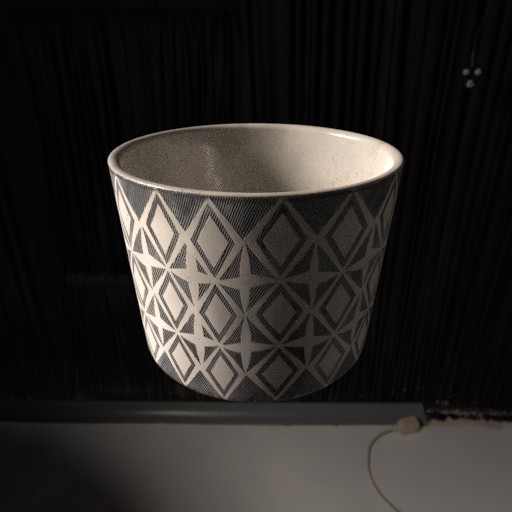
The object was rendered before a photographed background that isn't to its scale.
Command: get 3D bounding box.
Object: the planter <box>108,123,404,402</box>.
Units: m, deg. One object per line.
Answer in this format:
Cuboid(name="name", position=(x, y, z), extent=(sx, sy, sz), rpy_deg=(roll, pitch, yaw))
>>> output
Cuboid(name="planter", position=(0.000, 0.000, 0.455), extent=(0.260, 0.220, 0.260), rpy_deg=(0, 27, 0))
